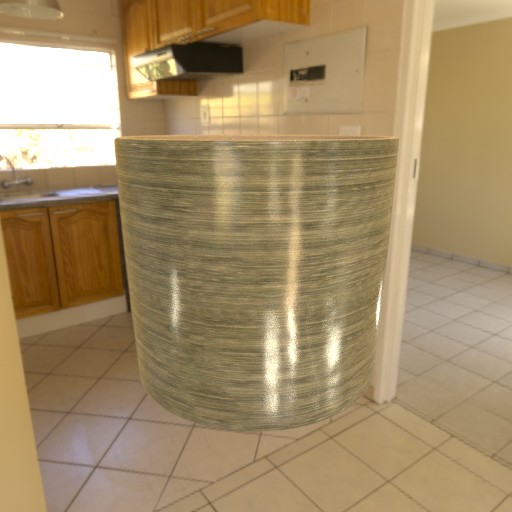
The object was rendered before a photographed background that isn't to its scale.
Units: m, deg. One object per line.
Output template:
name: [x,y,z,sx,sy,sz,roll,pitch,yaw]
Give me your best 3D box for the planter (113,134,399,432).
planter: [0.000,0.000,0.387,0.221,0.201,0.221,0,16,0]
